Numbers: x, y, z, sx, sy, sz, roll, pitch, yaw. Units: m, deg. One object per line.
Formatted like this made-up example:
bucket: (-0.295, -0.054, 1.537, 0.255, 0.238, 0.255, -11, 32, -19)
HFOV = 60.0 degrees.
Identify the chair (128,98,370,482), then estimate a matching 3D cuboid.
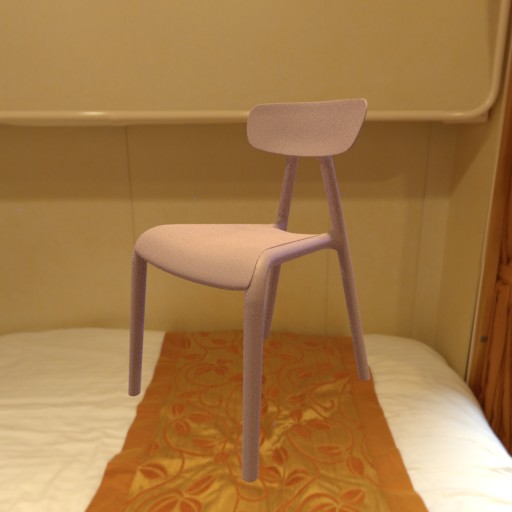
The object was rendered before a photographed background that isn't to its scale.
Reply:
chair: (0.000, 0.000, 0.856, 0.356, 0.580, 0.401, 14, 21, 42)
